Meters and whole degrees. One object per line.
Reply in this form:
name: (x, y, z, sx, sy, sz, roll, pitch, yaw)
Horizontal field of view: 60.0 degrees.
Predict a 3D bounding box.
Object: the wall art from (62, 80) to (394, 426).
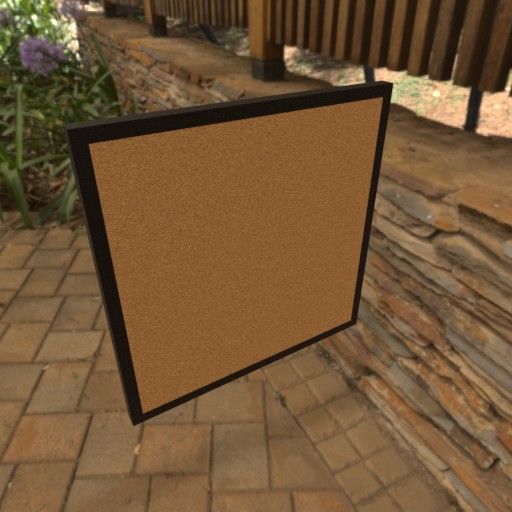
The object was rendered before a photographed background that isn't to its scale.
wall art: (0.000, 0.000, 1.121, 0.762, 0.762, 0.038, -18, 36, -26)
